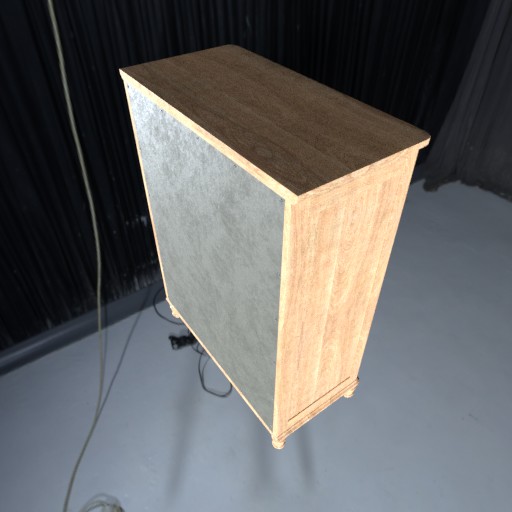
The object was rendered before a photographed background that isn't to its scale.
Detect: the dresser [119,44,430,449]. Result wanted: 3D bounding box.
[{"bbox_3d":[0.000,0.000,1.813,0.484,1.318,0.973,-26,48,-26],"label":"dresser"}]
